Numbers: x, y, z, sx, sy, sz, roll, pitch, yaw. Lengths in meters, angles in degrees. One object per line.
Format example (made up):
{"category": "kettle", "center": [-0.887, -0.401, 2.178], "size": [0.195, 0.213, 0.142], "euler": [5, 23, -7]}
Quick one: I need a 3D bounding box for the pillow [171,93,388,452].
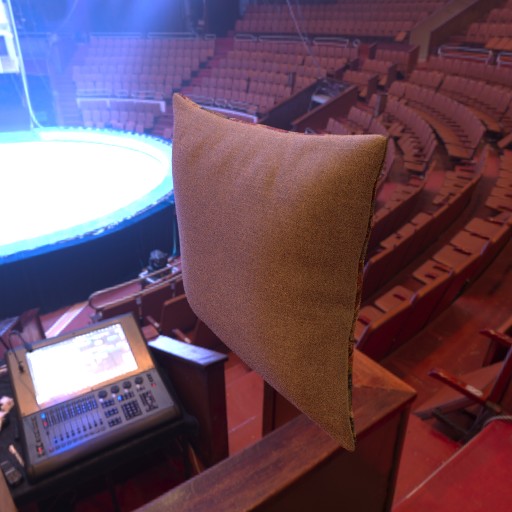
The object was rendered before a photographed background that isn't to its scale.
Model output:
{"category": "pillow", "center": [0.000, 0.000, 0.791], "size": [0.166, 0.506, 0.523], "euler": [-18, 32, -32]}
